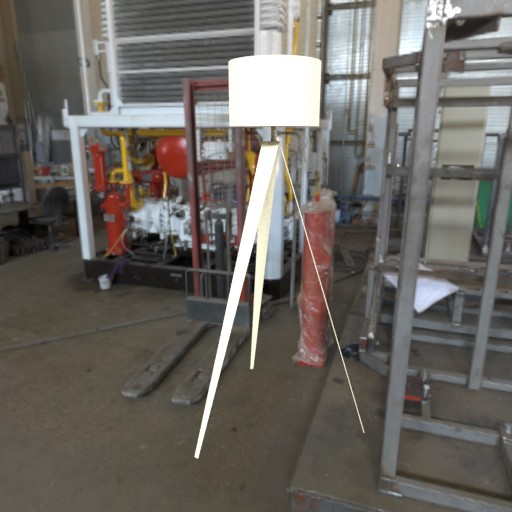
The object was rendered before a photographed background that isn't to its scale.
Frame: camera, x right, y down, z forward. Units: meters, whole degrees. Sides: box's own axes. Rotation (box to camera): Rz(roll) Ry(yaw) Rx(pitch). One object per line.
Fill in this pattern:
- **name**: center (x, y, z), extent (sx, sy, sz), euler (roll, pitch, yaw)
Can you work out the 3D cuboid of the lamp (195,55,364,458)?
- **lamp**: center (0.000, 0.000, 1.897), extent (0.724, 1.524, 0.716), euler (-8, 17, -25)
